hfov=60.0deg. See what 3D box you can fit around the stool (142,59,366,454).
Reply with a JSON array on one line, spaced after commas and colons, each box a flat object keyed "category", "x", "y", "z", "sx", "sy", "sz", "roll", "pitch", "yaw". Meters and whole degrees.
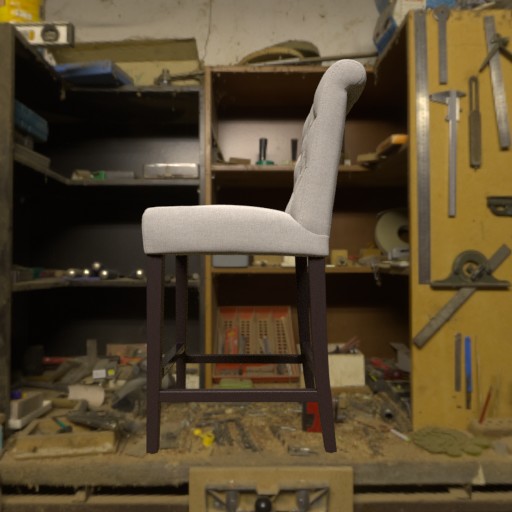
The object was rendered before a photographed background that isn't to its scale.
[{"category": "stool", "x": 0.000, "y": 0.000, "z": 1.385, "sx": 0.601, "sy": 1.040, "sz": 0.493, "roll": 0, "pitch": 0, "yaw": 0}]
